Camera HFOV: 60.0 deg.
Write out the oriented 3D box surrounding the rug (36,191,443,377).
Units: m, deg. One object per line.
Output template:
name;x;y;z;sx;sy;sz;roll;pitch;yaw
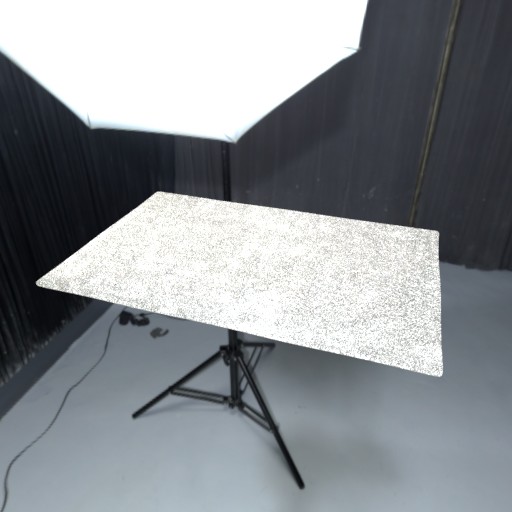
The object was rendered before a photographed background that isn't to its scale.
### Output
rug;0.000;0.000;2.998;2.350;0.025;1.502;10;33;16
